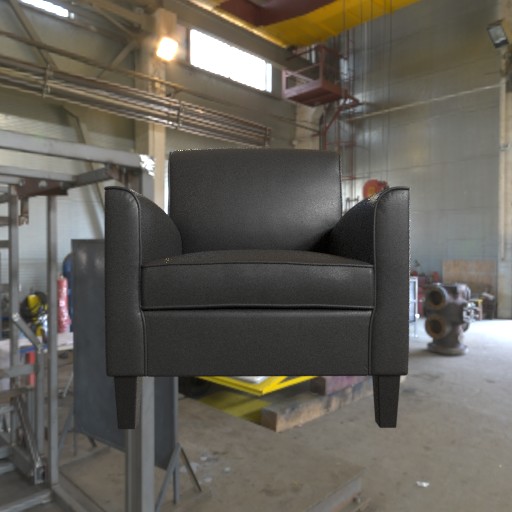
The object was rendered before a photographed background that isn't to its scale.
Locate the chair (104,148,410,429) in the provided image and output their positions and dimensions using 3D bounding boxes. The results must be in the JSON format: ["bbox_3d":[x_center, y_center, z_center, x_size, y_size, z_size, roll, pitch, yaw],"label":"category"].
[{"bbox_3d":[0.000,0.000,1.555,0.820,0.916,0.819,0,1,-1],"label":"chair"}]
